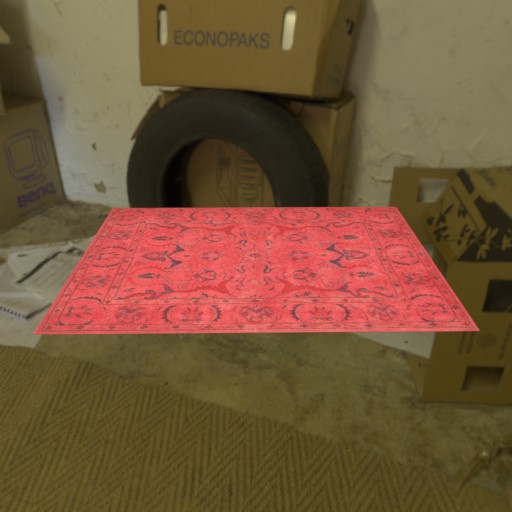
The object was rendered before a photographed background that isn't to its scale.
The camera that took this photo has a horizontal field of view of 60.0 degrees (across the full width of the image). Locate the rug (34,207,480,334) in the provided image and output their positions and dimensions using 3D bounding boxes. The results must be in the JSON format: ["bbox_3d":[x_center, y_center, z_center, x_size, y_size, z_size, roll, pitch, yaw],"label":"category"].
[{"bbox_3d":[0.000,0.000,2.318,1.814,0.008,1.209,0,31,-1],"label":"rug"}]
